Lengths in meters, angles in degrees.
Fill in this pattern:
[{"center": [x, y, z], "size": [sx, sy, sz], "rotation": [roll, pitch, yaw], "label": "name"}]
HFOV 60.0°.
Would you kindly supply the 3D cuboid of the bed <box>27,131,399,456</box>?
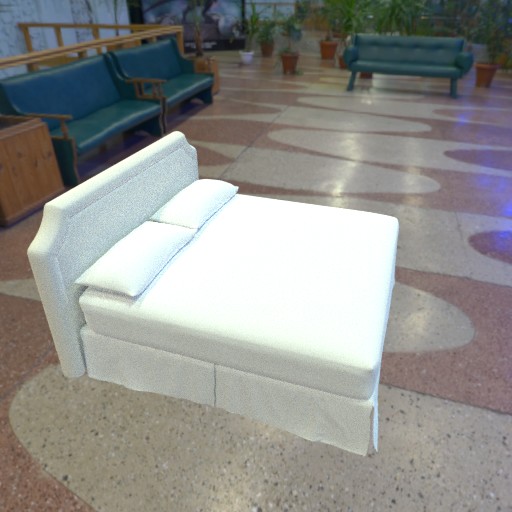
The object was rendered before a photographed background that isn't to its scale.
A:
[{"center": [0.000, 0.000, 3.433], "size": [2.204, 1.301, 2.160], "rotation": [10, 33, 16], "label": "bed"}]
